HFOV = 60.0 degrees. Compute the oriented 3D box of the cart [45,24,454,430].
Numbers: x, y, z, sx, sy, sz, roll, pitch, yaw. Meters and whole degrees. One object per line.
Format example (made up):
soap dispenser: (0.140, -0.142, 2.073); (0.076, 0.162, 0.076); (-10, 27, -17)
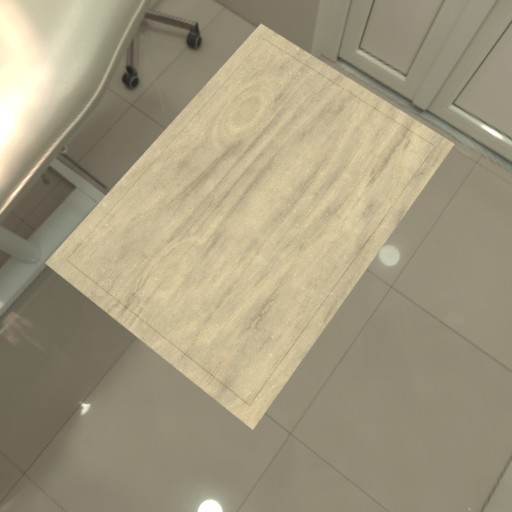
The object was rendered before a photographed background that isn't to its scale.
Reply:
cart: (0.000, 0.000, 1.444); (0.567, 0.920, 0.797); (36, 78, 9)
